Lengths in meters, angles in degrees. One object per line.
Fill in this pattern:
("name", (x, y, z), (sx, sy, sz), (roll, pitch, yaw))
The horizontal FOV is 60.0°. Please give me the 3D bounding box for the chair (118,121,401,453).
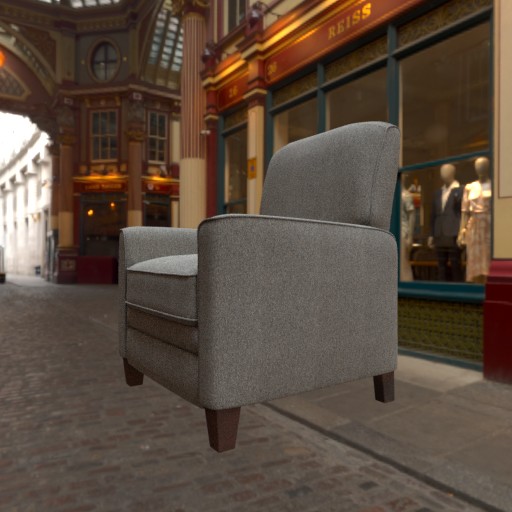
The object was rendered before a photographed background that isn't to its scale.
("chair", (0.000, 0.000, 1.683), (0.858, 1.028, 0.841), (0, 1, -35))
